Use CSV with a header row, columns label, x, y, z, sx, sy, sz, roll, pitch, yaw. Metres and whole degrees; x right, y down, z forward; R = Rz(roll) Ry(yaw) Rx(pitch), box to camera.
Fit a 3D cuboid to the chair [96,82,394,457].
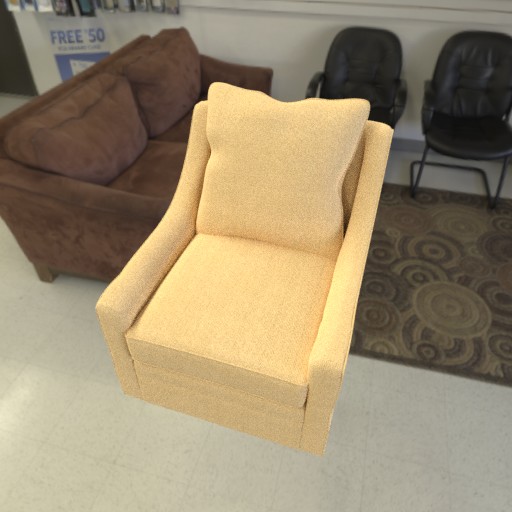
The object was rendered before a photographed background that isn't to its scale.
label,x,y,z,sx,sy,sz,roll,pitch,yaw
chair,0.000,0.000,1.575,0.760,0.927,0.876,12,42,14
